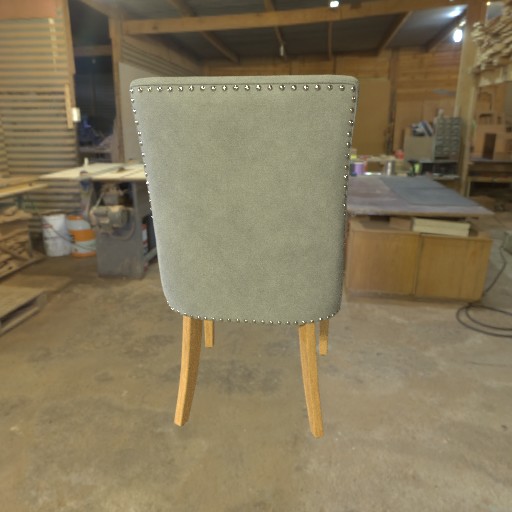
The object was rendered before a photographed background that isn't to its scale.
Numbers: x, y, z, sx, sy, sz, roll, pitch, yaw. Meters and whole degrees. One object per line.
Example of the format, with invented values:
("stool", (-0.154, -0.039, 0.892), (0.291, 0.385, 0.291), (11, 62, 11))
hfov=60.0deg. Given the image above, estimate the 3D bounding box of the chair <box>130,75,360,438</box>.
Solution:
("chair", (0.000, 0.000, 1.257), (0.495, 0.902, 0.610), (2, 17, 7))
